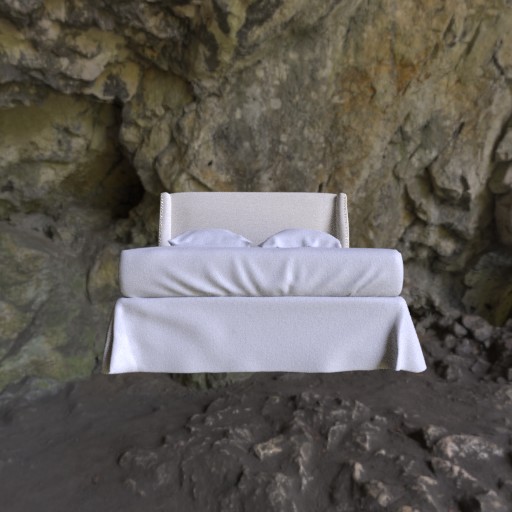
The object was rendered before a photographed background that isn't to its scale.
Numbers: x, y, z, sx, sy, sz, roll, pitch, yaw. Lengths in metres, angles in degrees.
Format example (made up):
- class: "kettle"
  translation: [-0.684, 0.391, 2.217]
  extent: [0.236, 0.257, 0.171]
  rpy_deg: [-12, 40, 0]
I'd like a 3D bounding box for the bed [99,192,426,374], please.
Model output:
- class: "bed"
  translation: [0.000, 0.000, 3.526]
  extent: [1.925, 1.332, 2.276]
  rpy_deg: [0, 0, -1]
